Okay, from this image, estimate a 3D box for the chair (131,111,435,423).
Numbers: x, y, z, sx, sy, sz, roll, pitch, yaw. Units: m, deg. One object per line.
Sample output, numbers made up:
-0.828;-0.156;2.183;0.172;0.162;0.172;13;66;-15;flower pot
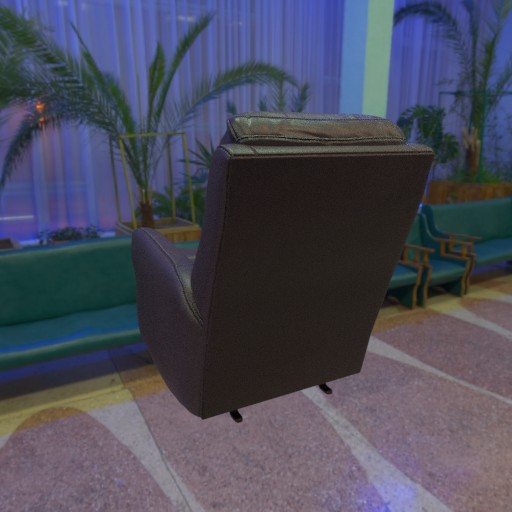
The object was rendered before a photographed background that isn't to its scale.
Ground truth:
0.000;0.000;1.740;0.829;1.030;1.080;-7;16;-26;chair
